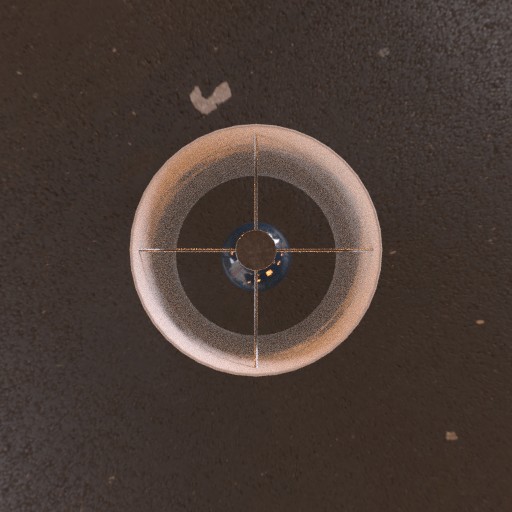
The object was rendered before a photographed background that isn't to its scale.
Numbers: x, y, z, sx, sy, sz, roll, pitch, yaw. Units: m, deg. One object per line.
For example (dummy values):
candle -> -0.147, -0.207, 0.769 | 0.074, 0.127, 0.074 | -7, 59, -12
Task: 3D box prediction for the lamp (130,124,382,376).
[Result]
lamp -> 0.000, 0.000, 0.592 | 0.207, 0.461, 0.207 | 0, 89, 0
